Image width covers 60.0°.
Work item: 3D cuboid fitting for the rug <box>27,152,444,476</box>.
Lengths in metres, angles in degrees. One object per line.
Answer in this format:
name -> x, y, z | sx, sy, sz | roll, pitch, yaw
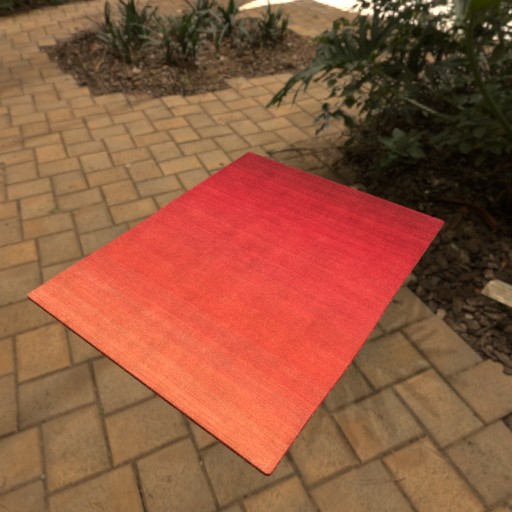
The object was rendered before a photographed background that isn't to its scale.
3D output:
rug -> 0.000, 0.000, 3.824 | 2.340, 0.028, 2.905 | 26, 47, 26
